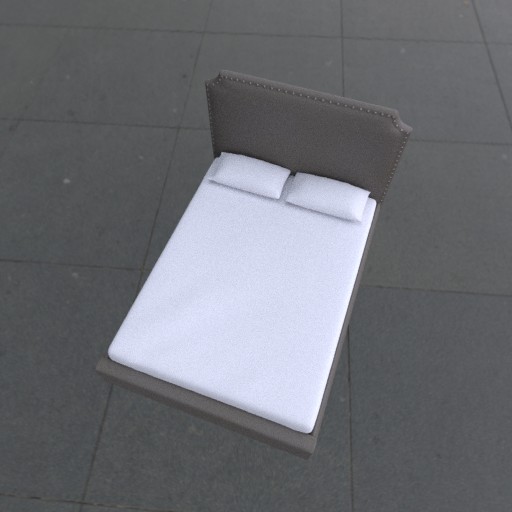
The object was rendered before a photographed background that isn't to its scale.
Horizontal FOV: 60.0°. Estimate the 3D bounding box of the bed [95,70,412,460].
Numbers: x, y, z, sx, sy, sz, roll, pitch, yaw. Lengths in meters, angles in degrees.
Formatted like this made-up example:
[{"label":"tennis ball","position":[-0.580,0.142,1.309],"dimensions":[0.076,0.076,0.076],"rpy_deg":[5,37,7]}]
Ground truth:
[{"label":"bed","position":[0.000,0.000,3.468],"dimensions":[1.712,1.443,2.372],"rpy_deg":[17,60,10]}]
